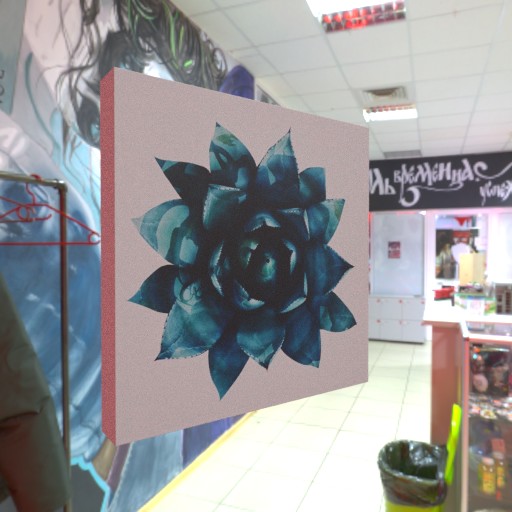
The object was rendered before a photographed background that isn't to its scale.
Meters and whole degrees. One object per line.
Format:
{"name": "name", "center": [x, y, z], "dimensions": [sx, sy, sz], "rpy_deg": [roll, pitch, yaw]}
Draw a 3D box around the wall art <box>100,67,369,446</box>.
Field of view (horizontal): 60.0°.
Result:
{"name": "wall art", "center": [0.000, 0.000, 0.459], "dimensions": [0.305, 0.305, 0.038], "rpy_deg": [-1, 1, -35]}
